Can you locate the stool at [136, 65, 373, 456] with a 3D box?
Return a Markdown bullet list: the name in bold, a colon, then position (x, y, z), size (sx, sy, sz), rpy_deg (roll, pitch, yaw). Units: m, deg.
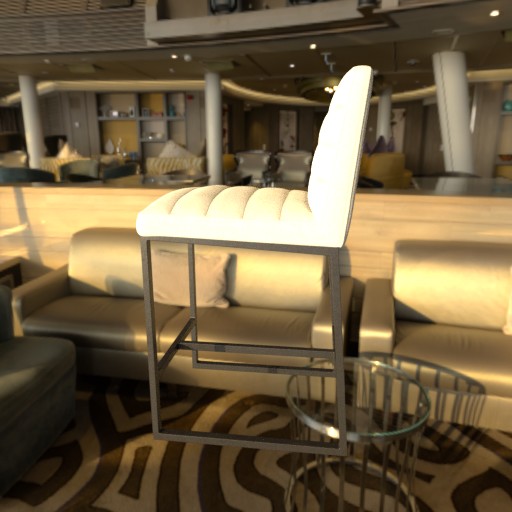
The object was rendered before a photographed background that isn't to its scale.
- **stool**: position (0.000, 0.000, 1.298), size (0.567, 0.971, 0.459), rpy_deg (2, 14, 7)
